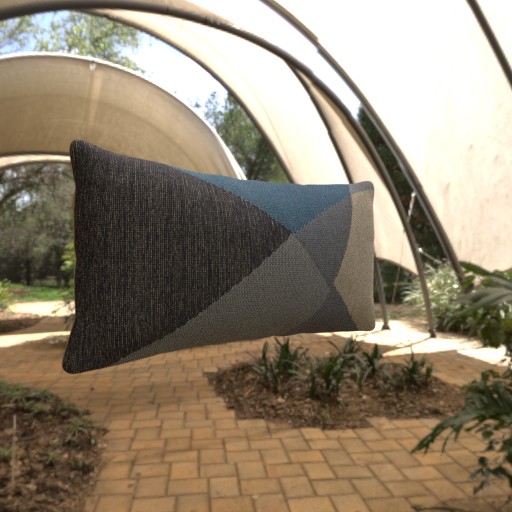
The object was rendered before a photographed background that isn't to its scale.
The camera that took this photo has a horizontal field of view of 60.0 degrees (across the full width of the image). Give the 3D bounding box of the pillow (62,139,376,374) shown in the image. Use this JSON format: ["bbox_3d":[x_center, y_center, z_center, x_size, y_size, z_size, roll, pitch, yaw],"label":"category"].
[{"bbox_3d":[0.000,0.000,0.738,0.604,0.307,0.148,0,0,-36],"label":"pillow"}]
